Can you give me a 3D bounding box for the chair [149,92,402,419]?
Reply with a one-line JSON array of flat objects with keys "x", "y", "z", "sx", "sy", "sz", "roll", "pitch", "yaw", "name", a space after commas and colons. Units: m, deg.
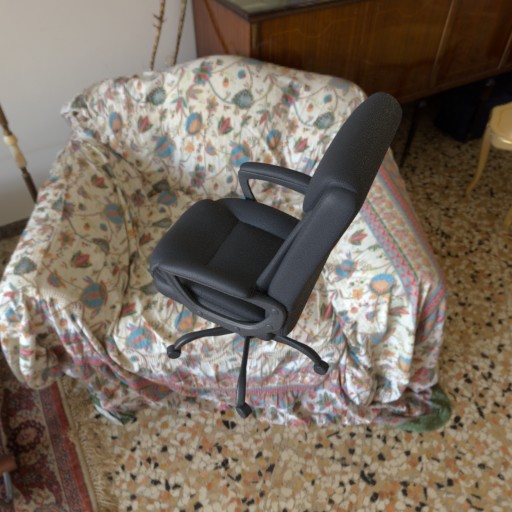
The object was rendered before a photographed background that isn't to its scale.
[{"x": 0.000, "y": 0.000, "z": 1.460, "sx": 0.655, "sy": 1.072, "sz": 0.615, "roll": 18, "pitch": 49, "yaw": 17, "name": "chair"}]
